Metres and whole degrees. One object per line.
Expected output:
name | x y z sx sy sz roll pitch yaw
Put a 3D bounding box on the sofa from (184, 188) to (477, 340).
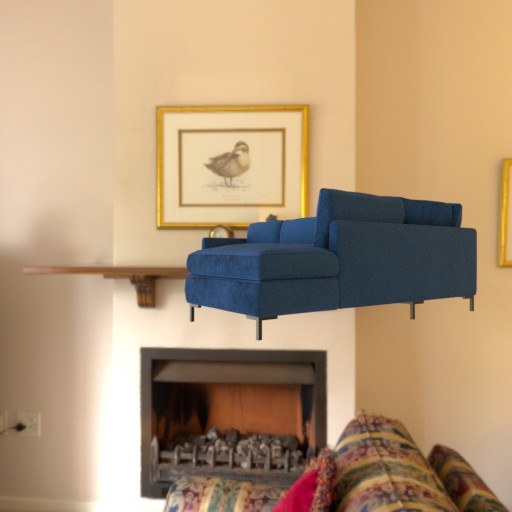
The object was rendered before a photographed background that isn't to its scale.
sofa | 0.000 0.000 3.290 1.707 0.687 2.486 0 0 -35
